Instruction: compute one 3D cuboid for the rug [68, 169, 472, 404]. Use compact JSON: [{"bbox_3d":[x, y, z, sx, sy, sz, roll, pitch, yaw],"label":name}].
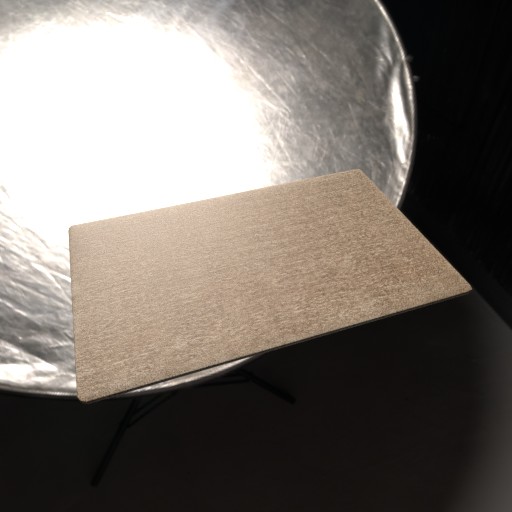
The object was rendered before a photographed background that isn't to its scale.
[{"bbox_3d":[0.000,0.000,3.102,2.469,0.024,1.539,-13,45,-14],"label":"rug"}]
